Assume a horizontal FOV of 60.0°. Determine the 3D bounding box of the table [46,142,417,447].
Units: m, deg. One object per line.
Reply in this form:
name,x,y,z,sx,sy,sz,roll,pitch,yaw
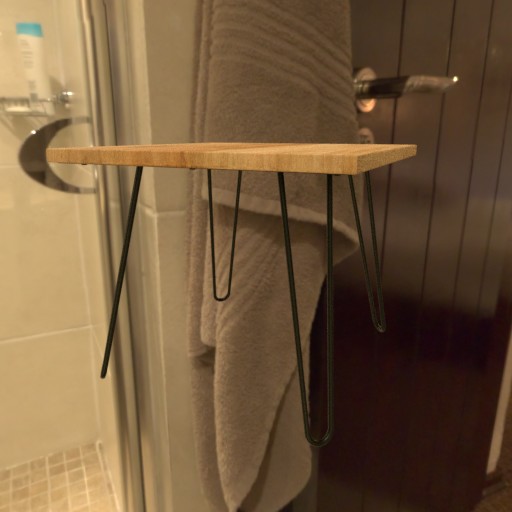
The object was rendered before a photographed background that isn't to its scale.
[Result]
table,0.000,0.000,1.041,0.599,0.500,0.599,8,17,25
